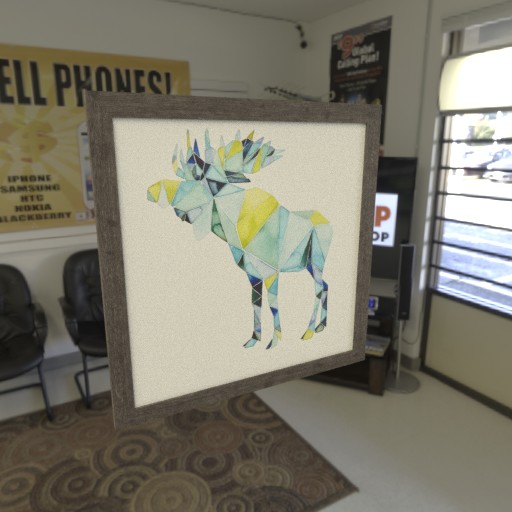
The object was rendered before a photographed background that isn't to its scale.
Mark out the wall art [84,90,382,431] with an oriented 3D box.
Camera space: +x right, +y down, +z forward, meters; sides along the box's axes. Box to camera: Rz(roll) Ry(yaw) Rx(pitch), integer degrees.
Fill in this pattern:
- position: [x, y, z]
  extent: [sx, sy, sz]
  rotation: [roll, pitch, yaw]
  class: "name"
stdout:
- position: [0.000, 0.000, 0.682]
  extent: [0.457, 0.457, 0.013]
  rotation: [-7, 16, -27]
  class: "wall art"
